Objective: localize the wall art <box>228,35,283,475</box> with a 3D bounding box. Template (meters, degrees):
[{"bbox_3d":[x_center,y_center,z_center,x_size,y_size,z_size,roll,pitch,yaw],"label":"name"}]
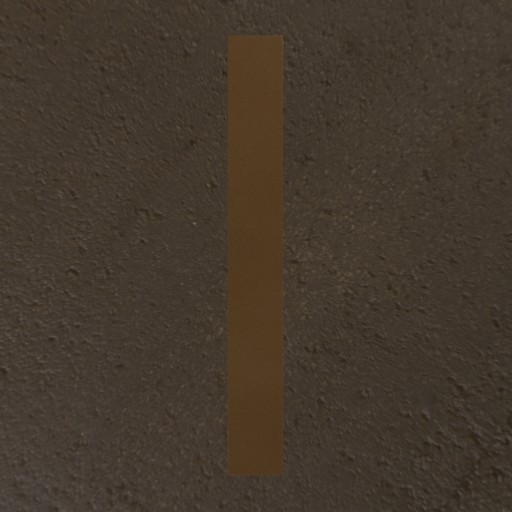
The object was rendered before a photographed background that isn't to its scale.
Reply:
[{"bbox_3d":[0.000,0.000,0.458,0.038,0.303,0.305,0,90,0],"label":"wall art"}]
